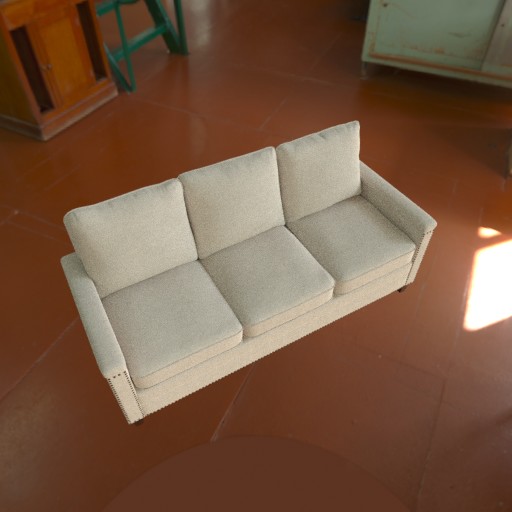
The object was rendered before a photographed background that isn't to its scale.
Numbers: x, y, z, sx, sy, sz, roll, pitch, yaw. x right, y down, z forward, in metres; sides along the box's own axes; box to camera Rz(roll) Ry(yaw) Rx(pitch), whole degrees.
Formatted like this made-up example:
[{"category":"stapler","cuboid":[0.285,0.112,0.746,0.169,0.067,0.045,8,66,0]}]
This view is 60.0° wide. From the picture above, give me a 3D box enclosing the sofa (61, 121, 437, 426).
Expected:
[{"category":"sofa","cuboid":[0.000,0.000,2.506,1.925,0.961,0.828,-22,50,-20]}]
